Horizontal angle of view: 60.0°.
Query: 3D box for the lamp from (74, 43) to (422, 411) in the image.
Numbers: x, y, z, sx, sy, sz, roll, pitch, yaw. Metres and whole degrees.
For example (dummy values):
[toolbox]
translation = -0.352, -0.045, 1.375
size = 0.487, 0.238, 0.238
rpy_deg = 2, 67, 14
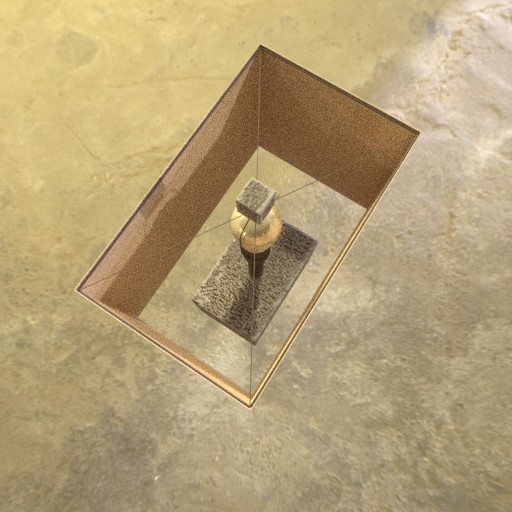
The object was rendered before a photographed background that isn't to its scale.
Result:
[lamp]
translation = 0.000, 0.000, 0.567
size = 0.180, 0.411, 0.294
rpy_deg = 32, 78, 8
